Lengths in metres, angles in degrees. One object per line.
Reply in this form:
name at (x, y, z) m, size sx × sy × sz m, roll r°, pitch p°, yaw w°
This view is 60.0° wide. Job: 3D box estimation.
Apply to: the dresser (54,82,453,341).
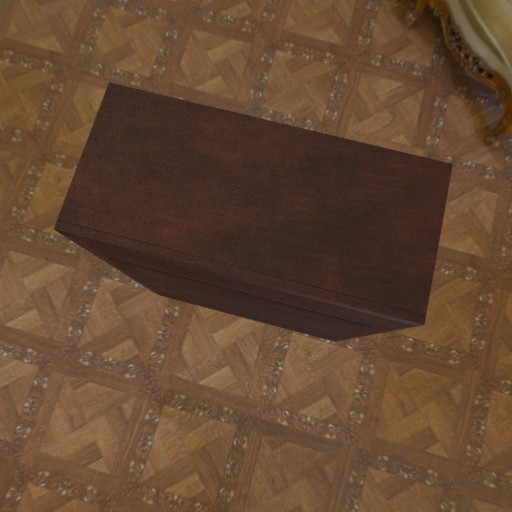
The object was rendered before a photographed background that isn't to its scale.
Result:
dresser at (0.000, 0.000, 2.025) m, size 1.072 × 1.514 × 0.506 m, roll 14°, pitch 78°, yaw 3°
